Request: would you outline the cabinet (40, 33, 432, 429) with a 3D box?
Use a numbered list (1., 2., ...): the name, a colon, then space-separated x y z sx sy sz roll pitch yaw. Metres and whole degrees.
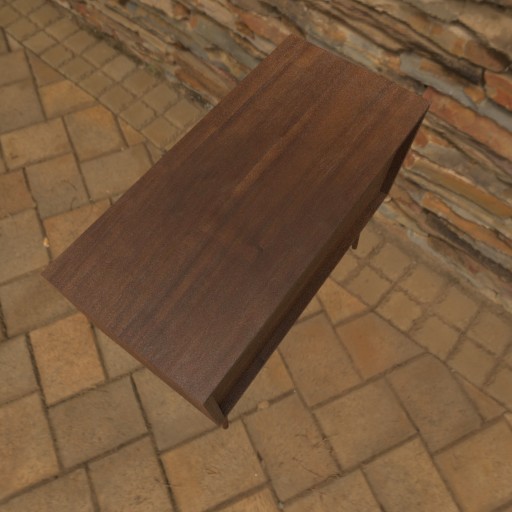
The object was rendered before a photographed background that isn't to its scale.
1. cabinet: 0.000 0.000 1.121 0.354 0.654 0.743 34 68 15
